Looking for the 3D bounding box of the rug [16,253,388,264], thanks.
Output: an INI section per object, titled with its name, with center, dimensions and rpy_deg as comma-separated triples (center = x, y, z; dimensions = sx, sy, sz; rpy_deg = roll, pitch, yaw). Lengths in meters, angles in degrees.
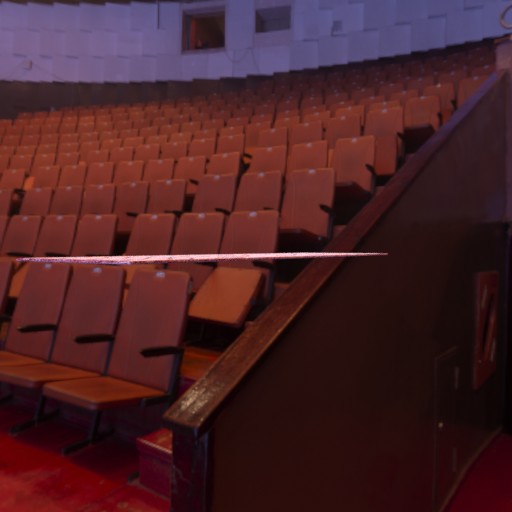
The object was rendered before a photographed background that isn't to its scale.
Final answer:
[rug]
center = 0.000, 0.000, 2.640
dimensions = 0.750, 0.011, 2.435
rpy_deg = 1, 1, 36
